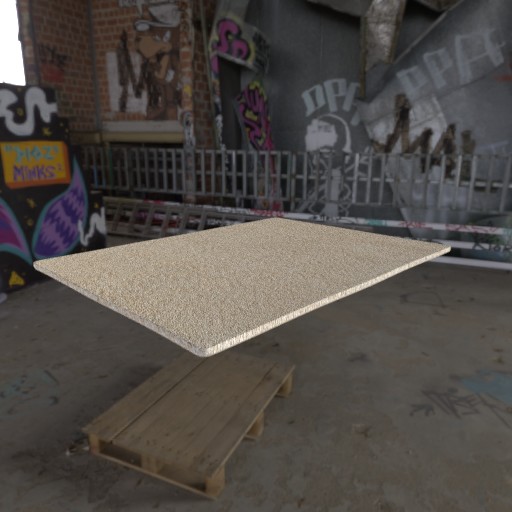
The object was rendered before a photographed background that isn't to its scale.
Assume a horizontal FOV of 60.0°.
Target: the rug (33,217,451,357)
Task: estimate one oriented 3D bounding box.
[{"bbox_3d":[0.000,0.000,2.089,1.200,0.027,1.600,14,20,43],"label":"rug"}]
